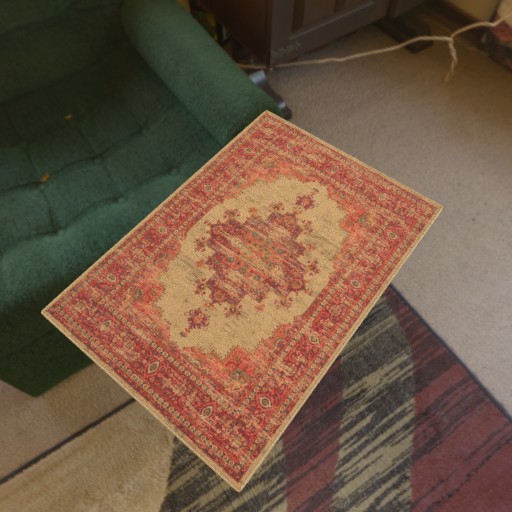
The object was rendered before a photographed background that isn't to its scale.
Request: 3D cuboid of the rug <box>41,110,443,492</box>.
[{"bbox_3d":[0.000,0.000,2.870,1.555,0.011,2.232,34,65,18],"label":"rug"}]
